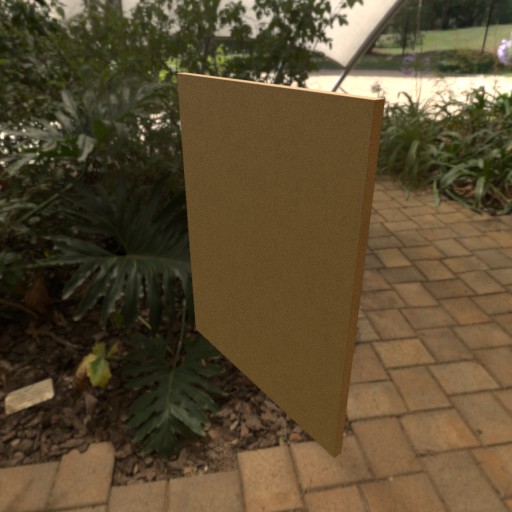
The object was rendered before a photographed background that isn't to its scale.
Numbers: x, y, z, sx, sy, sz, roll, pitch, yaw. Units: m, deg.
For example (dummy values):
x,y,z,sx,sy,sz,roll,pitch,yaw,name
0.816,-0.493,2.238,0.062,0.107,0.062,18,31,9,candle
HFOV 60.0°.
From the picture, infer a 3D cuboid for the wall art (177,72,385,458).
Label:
x,y,z,sx,sy,sz,roll,pitch,yaw,name
0.000,0.000,1.370,0.030,1.002,0.798,-19,32,-33,wall art
